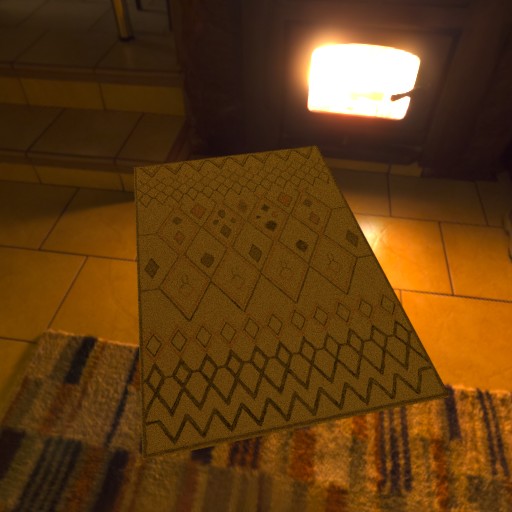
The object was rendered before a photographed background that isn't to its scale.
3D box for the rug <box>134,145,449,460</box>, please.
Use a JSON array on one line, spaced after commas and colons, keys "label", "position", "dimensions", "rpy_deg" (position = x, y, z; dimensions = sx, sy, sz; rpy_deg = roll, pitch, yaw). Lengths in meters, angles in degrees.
[{"label": "rug", "position": [0.000, 0.000, 2.311], "dimensions": [1.219, 0.016, 1.829], "rpy_deg": [-9, 48, -8]}]
